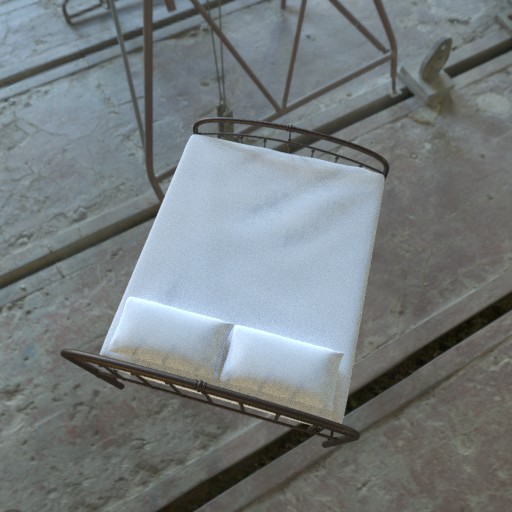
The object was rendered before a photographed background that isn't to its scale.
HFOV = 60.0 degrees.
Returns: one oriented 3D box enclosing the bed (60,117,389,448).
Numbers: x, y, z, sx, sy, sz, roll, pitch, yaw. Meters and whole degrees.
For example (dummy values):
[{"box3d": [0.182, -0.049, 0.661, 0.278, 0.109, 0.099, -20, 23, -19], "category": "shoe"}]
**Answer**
[{"box3d": [0.000, 0.000, 3.221, 1.711, 1.425, 2.180, 14, 66, 6], "category": "bed"}]
